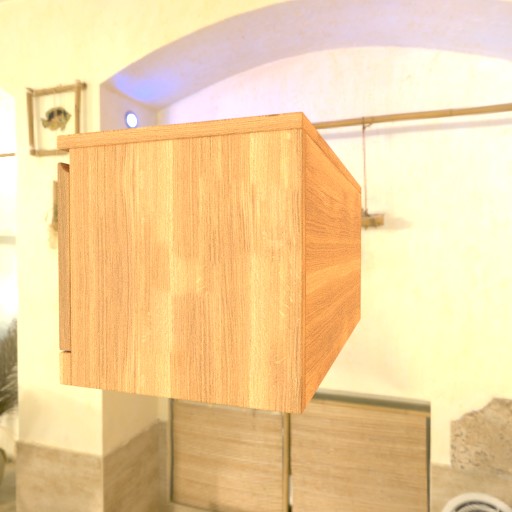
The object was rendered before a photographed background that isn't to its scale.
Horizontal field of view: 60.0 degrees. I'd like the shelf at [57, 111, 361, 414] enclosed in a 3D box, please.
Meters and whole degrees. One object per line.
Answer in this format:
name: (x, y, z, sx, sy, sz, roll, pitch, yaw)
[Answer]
shelf: (0.000, 0.000, 1.025, 0.400, 0.400, 0.800, 0, 1, 19)
